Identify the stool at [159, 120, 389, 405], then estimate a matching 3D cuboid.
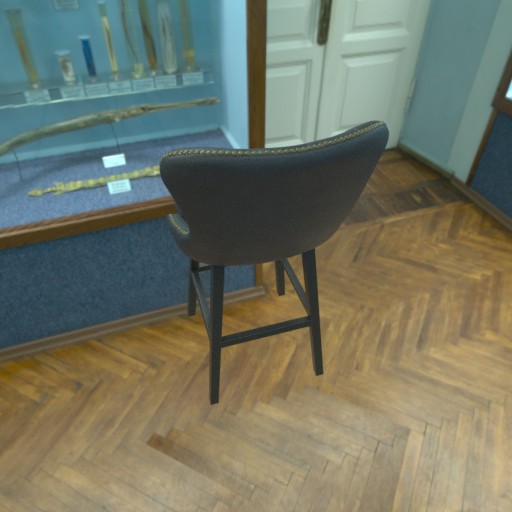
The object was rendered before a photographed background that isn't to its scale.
[{"bbox_3d":[0.000,0.000,1.413,0.528,1.050,0.601,-12,43,-13],"label":"stool"}]
